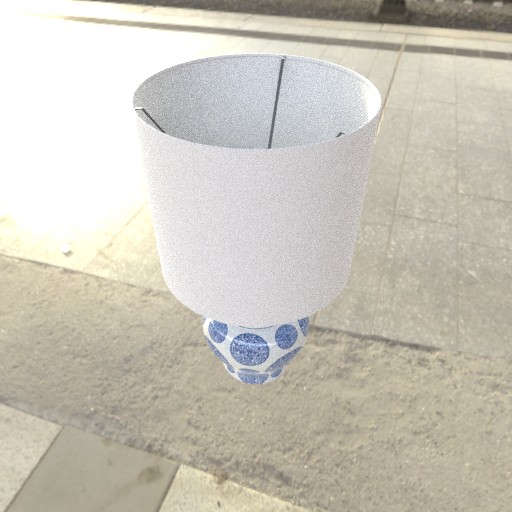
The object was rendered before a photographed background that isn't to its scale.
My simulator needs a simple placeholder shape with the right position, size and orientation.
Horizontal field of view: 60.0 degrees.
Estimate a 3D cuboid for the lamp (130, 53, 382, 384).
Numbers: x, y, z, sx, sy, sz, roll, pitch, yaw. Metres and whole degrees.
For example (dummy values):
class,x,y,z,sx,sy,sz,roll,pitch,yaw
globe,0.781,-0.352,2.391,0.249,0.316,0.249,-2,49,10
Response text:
class,x,y,z,sx,sy,sz,roll,pitch,yaw
lamp,0.000,0.000,0.512,0.215,0.381,0.215,11,42,12
